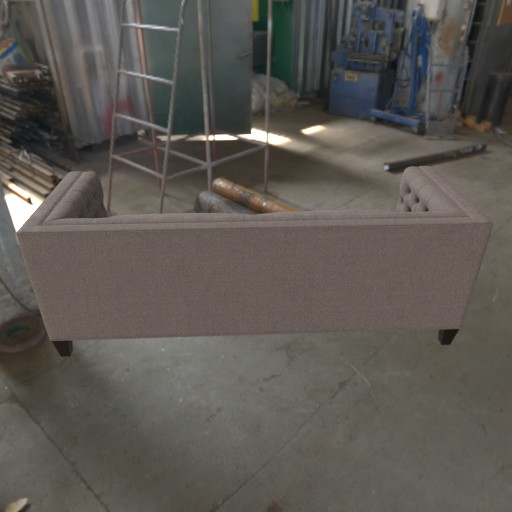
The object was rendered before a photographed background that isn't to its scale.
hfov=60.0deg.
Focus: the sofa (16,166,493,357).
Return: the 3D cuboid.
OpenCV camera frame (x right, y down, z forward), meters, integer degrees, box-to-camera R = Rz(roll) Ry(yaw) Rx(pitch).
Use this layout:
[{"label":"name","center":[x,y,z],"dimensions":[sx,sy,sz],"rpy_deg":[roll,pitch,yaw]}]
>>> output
[{"label":"sofa","center":[0.000,0.000,2.507],"dimensions":[2.159,0.762,0.775],"rpy_deg":[-1,31,-2]}]
